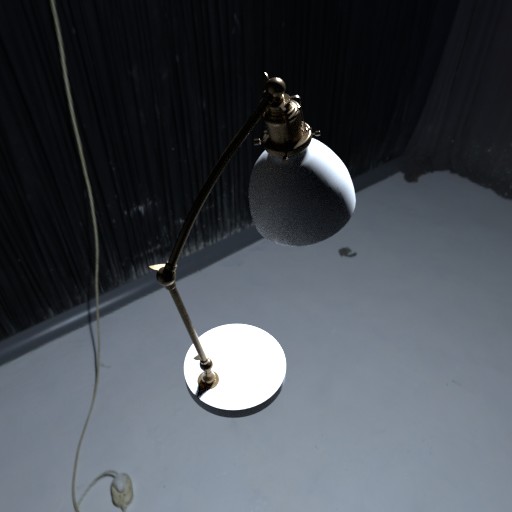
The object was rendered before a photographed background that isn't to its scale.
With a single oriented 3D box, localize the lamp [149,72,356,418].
[{"bbox_3d":[0.000,0.000,0.671,0.317,0.522,0.186,-26,47,-26],"label":"lamp"}]
